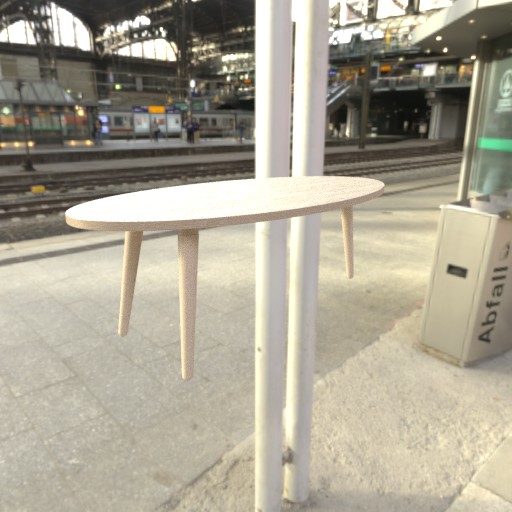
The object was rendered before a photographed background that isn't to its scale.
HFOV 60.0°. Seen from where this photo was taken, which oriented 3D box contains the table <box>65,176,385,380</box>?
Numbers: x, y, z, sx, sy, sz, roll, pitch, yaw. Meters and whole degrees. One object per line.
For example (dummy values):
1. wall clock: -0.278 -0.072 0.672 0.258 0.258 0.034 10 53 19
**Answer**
1. table: 0.000 0.000 1.347 1.083 0.390 0.542 -15 22 -42
